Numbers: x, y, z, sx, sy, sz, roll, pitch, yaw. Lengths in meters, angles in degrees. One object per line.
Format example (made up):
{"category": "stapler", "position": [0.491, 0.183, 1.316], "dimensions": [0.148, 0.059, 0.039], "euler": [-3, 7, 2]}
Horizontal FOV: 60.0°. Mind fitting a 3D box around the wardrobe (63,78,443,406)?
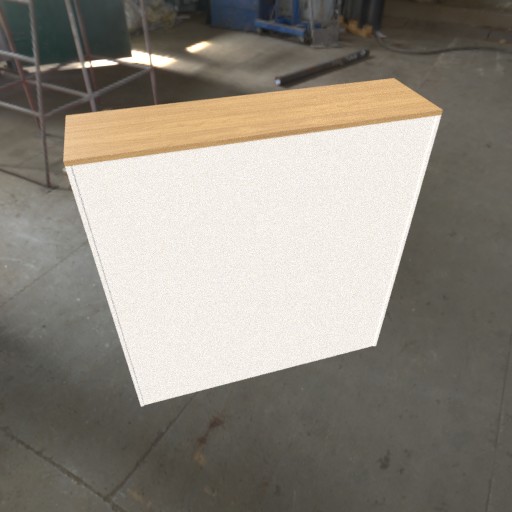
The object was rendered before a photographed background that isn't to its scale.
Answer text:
{"category": "wardrobe", "position": [0.000, 0.000, 3.371], "dimensions": [2.160, 2.260, 0.590], "euler": [-11, 42, -13]}
